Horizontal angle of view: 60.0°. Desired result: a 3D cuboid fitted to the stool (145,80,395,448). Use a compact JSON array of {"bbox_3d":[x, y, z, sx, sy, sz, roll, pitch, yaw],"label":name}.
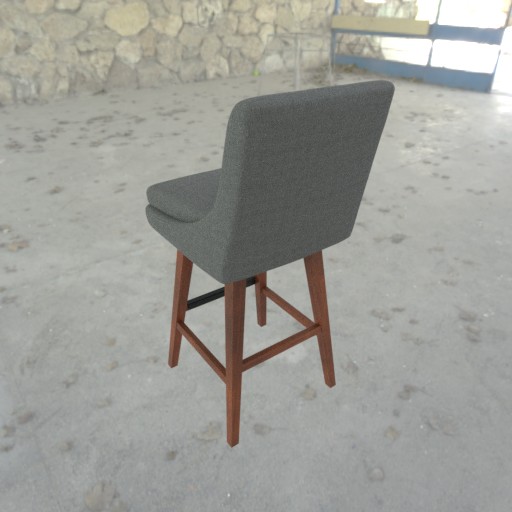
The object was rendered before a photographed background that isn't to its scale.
[{"bbox_3d":[0.000,0.000,1.271,0.447,0.977,0.524,-20,35,-30],"label":"stool"}]
